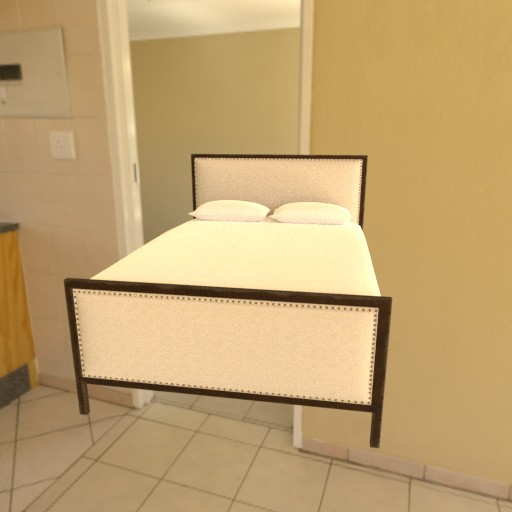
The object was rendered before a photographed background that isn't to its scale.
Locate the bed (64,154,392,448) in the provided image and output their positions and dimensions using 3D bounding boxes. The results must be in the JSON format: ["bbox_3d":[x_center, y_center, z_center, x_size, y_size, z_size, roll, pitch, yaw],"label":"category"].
[{"bbox_3d":[0.000,0.000,3.157,1.607,1.313,2.221,3,16,10],"label":"bed"}]
